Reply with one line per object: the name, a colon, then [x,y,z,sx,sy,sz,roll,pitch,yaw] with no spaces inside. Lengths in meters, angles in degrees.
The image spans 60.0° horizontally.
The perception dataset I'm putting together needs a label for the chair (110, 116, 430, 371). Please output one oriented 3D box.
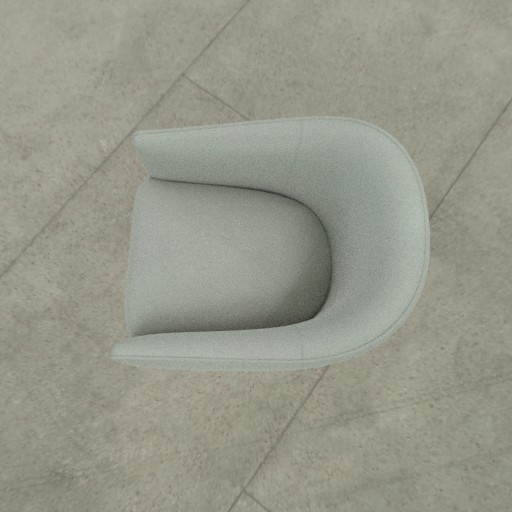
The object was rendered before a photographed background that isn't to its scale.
chair: [0.000,0.000,1.483,0.875,0.799,0.747,1,76,0]
